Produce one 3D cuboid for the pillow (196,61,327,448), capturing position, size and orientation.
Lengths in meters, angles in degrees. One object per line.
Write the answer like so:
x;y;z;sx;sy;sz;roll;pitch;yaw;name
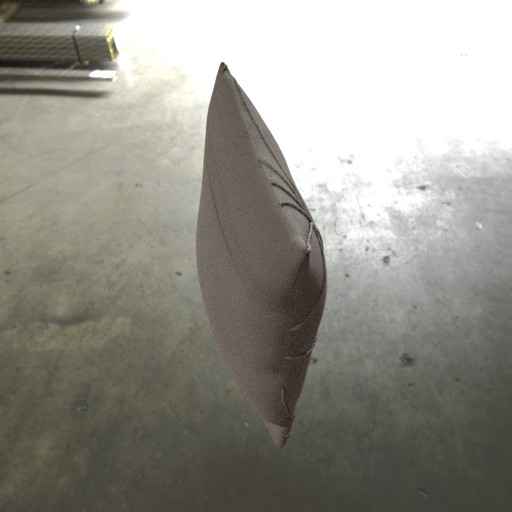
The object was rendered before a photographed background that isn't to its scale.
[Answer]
0.000;0.000;0.692;0.185;0.440;0.439;-10;48;-9;pillow
